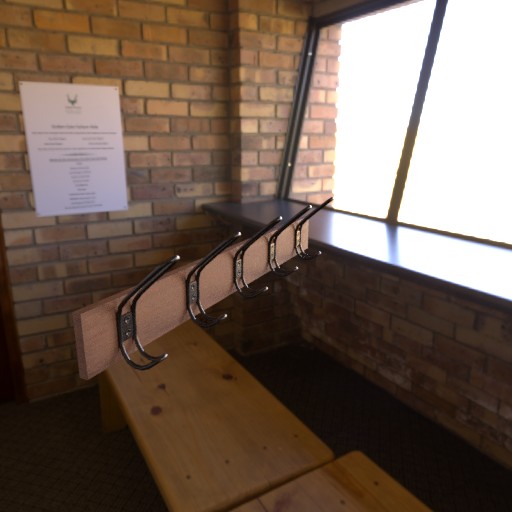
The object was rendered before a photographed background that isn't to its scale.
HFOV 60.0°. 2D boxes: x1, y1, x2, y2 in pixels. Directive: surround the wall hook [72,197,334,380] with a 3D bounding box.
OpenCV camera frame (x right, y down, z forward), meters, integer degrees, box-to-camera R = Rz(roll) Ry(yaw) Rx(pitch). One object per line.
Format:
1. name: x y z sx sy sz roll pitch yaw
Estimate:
1. wall hook: 0.000 0.000 0.612 0.076 0.116 0.554 8 17 26
